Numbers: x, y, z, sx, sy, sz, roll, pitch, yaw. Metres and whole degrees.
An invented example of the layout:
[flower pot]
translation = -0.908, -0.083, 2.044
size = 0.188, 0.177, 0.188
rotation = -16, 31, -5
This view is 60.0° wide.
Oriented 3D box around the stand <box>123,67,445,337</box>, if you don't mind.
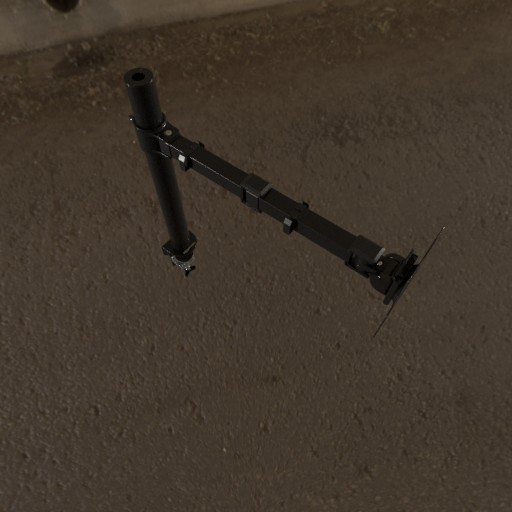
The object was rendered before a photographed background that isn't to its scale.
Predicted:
[stand]
translation = 0.000, 0.000, 0.735
size = 0.456, 0.510, 0.115
rotation = 33, 64, 19
